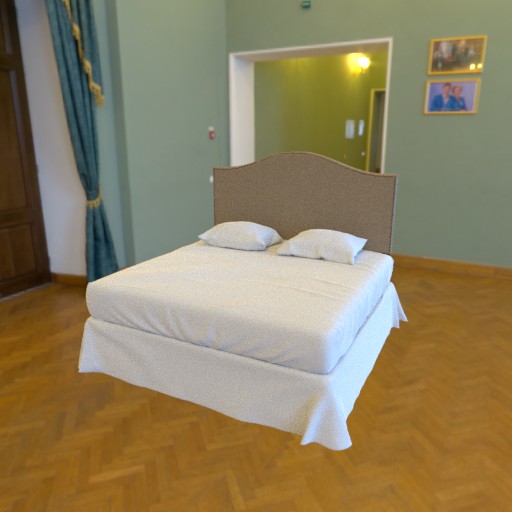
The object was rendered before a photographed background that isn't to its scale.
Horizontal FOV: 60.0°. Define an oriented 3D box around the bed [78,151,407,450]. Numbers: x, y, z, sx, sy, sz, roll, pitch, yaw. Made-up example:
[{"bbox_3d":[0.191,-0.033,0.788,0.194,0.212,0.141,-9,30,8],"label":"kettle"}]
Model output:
[{"bbox_3d":[0.000,0.000,3.779,2.311,1.651,2.222,8,18,26],"label":"bed"}]
